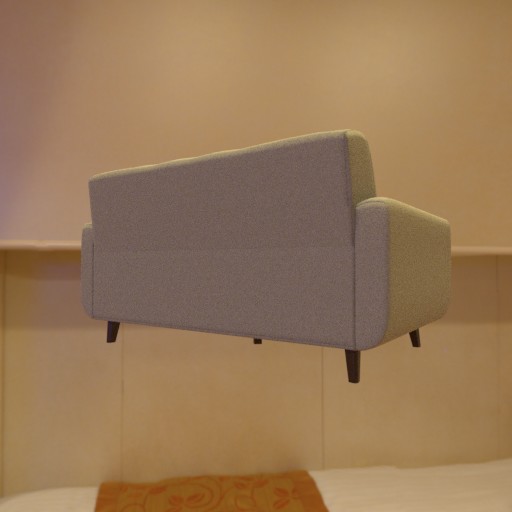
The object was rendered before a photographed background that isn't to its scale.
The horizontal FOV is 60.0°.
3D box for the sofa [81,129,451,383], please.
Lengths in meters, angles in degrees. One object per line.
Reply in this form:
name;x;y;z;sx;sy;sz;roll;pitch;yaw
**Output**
sofa;0.000;0.000;2.234;1.655;0.892;0.980;-1;-1;35
